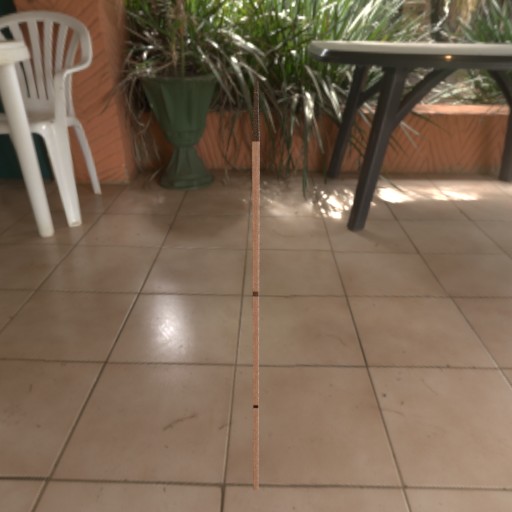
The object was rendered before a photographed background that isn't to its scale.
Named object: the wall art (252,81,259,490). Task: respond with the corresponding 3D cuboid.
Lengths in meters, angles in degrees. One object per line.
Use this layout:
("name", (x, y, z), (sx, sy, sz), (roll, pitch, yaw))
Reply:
("wall art", (0.000, 0.000, 1.861), (0.017, 1.246, 1.256), (0, 27, 0))
